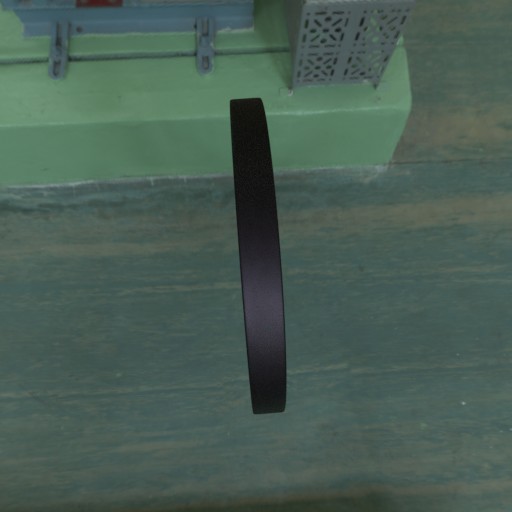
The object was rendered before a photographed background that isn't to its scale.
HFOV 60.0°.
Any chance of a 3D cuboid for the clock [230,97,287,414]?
[{"bbox_3d":[0.000,0.000,0.467,0.029,0.314,0.314,-4,76,-1],"label":"clock"}]
